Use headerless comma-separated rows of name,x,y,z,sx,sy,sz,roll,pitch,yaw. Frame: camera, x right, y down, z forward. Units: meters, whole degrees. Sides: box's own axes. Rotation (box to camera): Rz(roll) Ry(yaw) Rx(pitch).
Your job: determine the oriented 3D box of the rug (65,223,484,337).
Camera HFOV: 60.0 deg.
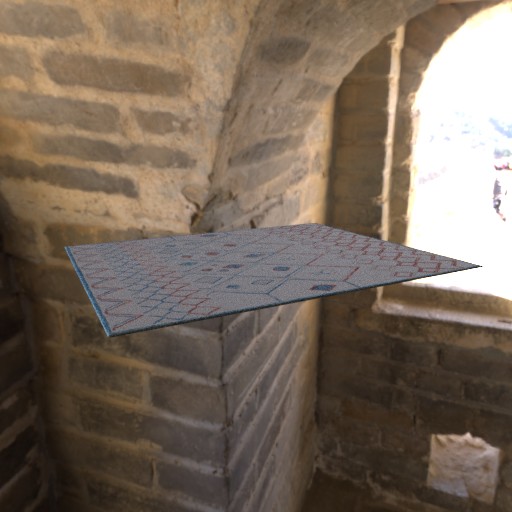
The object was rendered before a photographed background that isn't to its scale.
rug,0.000,0.000,4.082,3.050,0.016,2.441,-7,16,-27
